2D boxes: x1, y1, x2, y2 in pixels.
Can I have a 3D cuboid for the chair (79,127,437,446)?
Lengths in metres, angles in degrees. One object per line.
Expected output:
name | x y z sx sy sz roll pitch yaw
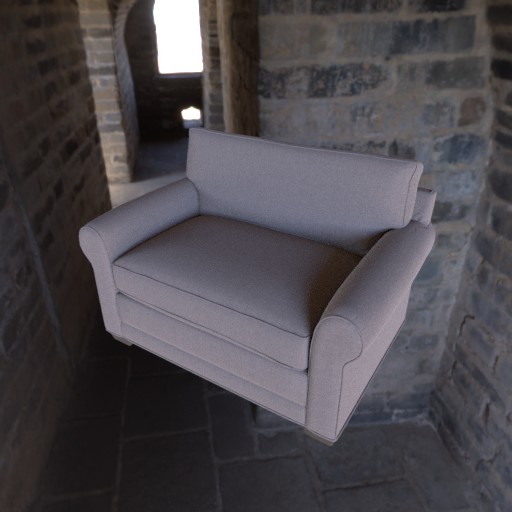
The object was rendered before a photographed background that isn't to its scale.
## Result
chair | 0.000 0.000 2.045 1.390 0.930 0.930 17 33 28
